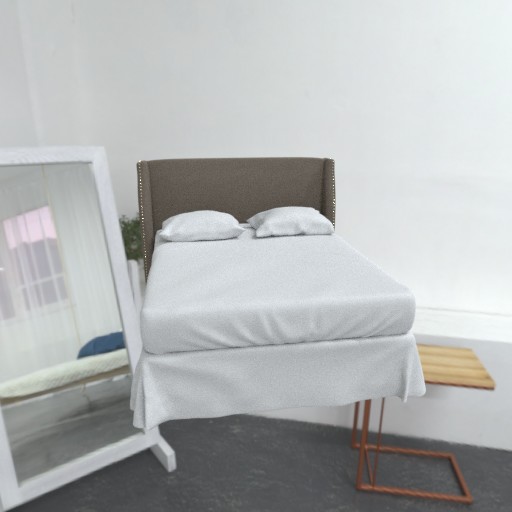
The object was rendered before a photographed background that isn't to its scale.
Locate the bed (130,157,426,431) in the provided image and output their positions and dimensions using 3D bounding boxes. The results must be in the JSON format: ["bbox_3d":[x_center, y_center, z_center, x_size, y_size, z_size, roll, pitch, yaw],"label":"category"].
[{"bbox_3d":[0.000,0.000,3.484,1.925,1.332,2.276,-3,18,-9],"label":"bed"}]
